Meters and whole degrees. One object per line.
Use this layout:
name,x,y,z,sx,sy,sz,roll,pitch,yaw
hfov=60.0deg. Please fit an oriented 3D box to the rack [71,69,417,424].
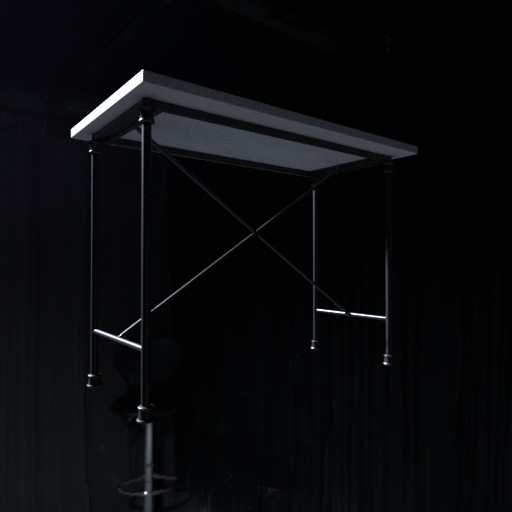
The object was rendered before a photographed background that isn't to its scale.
rack,0.000,0.000,1.653,1.159,0.880,0.613,1,-1,-38
